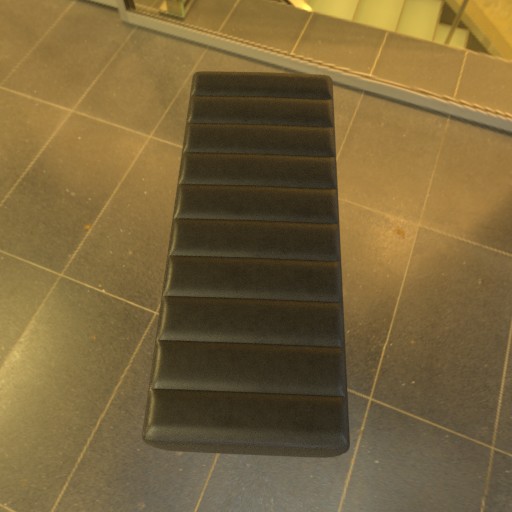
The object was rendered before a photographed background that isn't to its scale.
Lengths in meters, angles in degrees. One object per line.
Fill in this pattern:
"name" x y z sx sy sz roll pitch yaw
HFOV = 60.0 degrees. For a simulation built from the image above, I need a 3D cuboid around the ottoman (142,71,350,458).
"ottoman" 0.000 0.000 1.409 0.482 0.469 1.151 2 64 1
